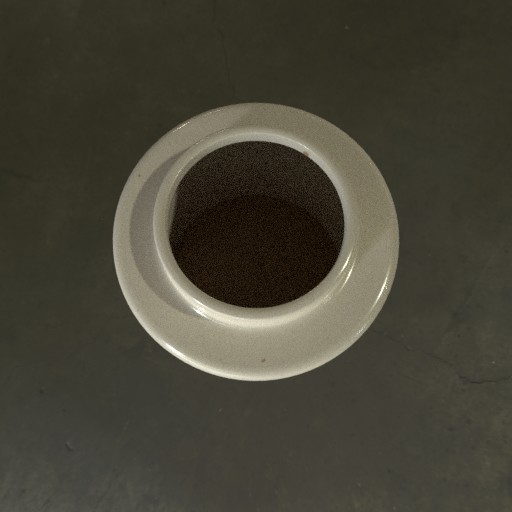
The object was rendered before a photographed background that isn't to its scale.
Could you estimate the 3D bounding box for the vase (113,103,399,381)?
[{"bbox_3d":[0.000,0.000,0.290,0.153,0.167,0.153,0,77,0],"label":"vase"}]
